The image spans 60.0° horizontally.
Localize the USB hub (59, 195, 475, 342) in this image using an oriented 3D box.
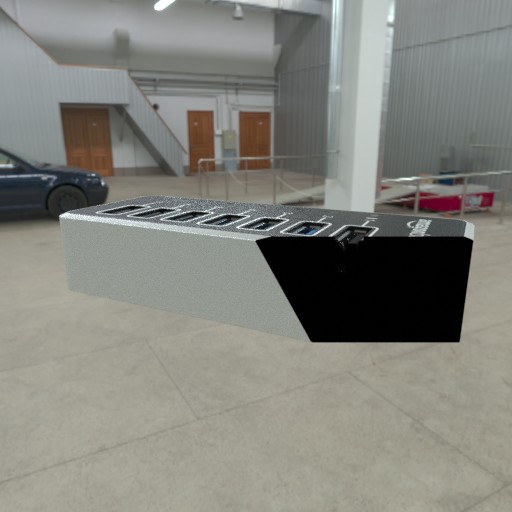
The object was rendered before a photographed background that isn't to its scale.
[{"bbox_3d":[0.000,0.000,0.126,0.110,0.023,0.044,8,18,25],"label":"USB hub"}]
